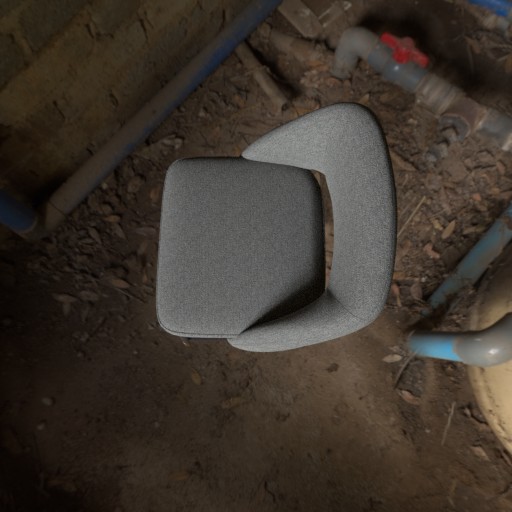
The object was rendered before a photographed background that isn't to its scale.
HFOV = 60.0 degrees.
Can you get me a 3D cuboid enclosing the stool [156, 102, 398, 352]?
[{"bbox_3d":[0.000,0.000,1.246,0.524,0.925,0.536,1,76,0],"label":"stool"}]
